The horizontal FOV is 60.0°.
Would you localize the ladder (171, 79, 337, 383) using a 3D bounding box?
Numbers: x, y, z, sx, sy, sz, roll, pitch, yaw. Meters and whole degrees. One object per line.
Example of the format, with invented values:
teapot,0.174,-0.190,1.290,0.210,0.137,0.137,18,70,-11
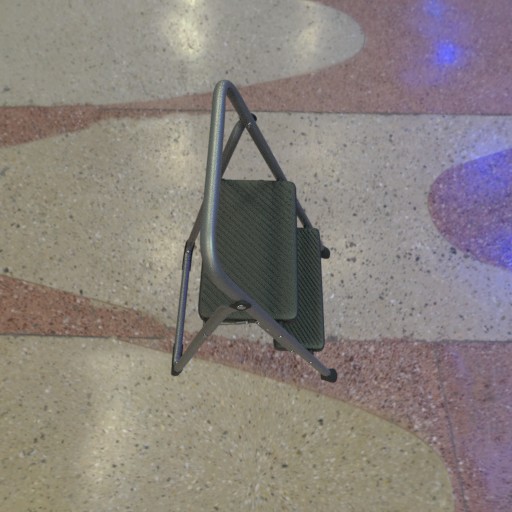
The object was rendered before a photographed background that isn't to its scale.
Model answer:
ladder,0.000,0.000,1.029,0.472,0.720,0.430,1,63,1
